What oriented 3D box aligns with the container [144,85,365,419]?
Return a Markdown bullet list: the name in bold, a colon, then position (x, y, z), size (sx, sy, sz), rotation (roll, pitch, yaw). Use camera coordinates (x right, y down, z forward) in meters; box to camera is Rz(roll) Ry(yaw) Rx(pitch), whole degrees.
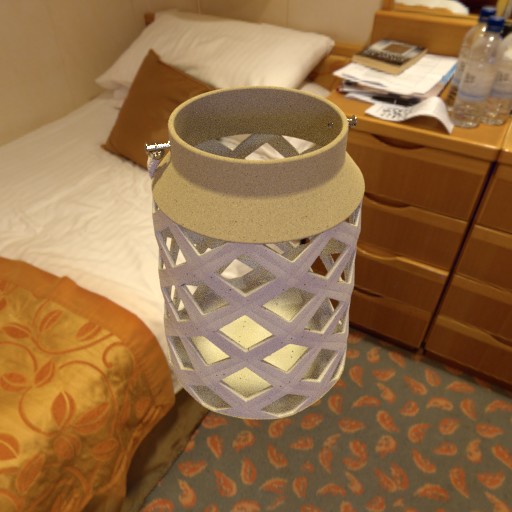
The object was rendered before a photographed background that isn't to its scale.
- **container**: position (0.000, 0.000, 0.400), size (0.188, 0.264, 0.198), rotation (-11, 42, -12)
